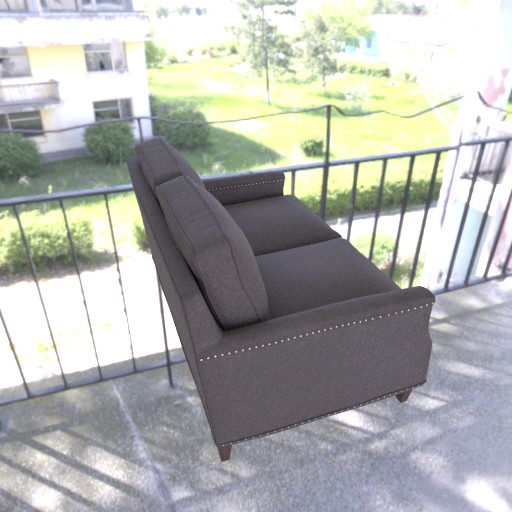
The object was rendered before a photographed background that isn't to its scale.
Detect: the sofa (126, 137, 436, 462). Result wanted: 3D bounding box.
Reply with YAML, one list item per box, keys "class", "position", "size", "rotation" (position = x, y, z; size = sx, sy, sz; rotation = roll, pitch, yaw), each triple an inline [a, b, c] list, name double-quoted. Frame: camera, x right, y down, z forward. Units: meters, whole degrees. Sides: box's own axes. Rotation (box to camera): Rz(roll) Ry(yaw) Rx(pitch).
- class: "sofa"
  position: [0.000, 0.000, 2.310]
  size: [1.084, 1.003, 1.597]
  rotation: [-11, 32, -18]
